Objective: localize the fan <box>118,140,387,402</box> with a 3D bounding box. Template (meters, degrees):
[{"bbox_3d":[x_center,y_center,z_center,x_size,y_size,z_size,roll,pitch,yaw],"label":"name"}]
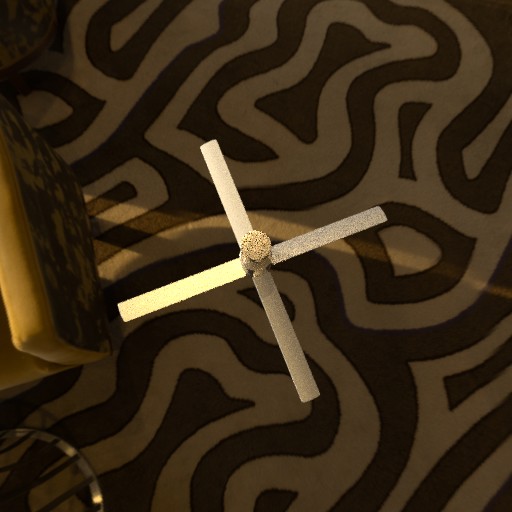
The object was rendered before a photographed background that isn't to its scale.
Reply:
[{"bbox_3d":[0.000,0.000,1.967,1.322,0.355,1.322,-21,77,-5],"label":"fan"}]
